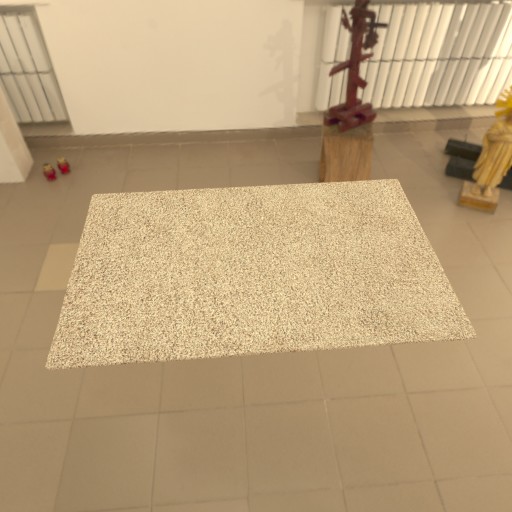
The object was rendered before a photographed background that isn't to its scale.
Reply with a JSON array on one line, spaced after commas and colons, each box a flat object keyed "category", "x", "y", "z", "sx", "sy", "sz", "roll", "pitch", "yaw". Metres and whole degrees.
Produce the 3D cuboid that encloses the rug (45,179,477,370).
[{"category": "rug", "x": 0.000, "y": 0.000, "z": 3.012, "sx": 2.438, "sy": 0.030, "sz": 1.524, "roll": -3, "pitch": 46, "yaw": -3}]
